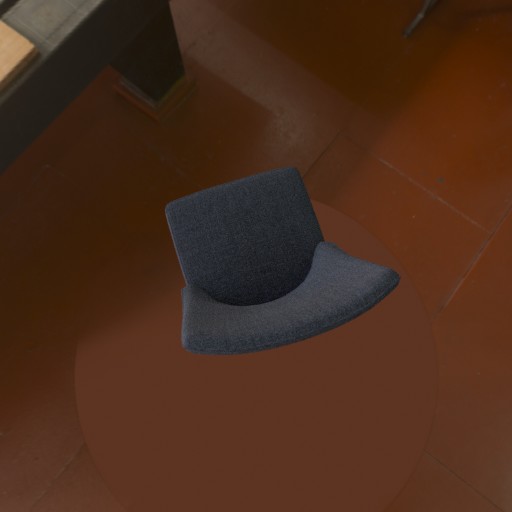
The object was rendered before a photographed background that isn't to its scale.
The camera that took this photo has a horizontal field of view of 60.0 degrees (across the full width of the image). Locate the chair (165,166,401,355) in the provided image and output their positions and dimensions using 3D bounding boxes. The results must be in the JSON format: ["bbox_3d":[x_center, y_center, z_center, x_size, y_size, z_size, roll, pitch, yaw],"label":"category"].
[{"bbox_3d":[0.000,0.000,1.358,0.510,1.050,0.577,-17,77,-4],"label":"chair"}]
